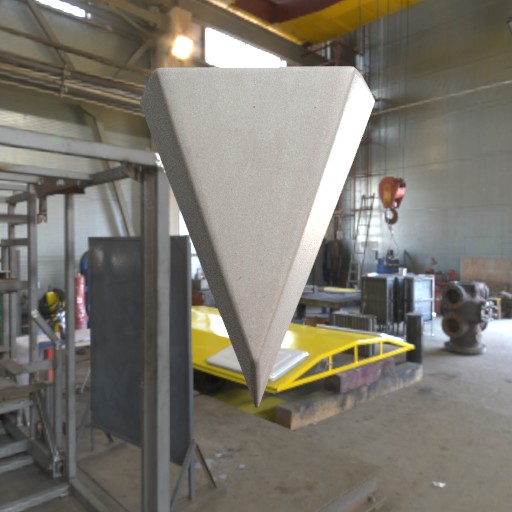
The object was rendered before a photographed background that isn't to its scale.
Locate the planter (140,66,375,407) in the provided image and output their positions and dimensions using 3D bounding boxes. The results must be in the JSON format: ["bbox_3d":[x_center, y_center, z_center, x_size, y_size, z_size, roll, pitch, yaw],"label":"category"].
[{"bbox_3d":[0.000,0.000,0.261,0.150,0.197,0.060,0,1,1],"label":"planter"}]
